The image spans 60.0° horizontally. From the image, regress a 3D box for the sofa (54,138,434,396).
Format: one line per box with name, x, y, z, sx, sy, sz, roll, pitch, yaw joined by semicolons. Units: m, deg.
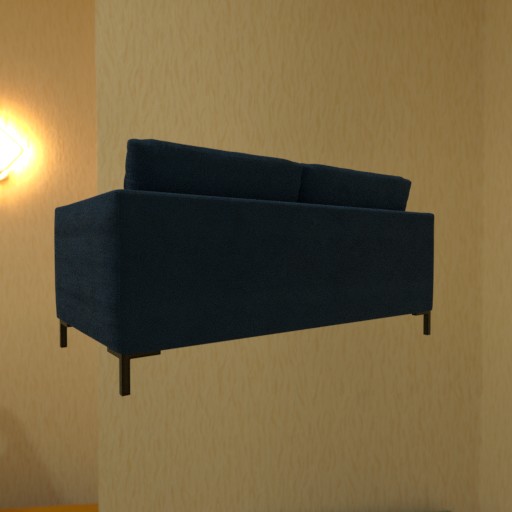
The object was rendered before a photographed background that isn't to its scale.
sofa;0.000;0.000;2.142;1.676;0.817;0.875;-1;1;-36
